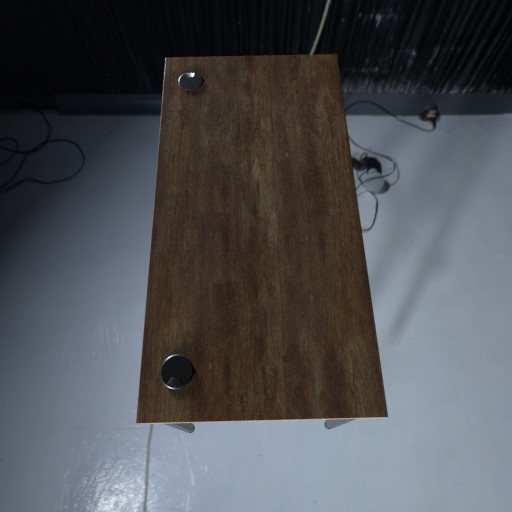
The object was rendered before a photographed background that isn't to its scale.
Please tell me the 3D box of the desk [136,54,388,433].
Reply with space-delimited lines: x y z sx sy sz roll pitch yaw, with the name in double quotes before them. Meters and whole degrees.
"desk" 0.000 0.000 1.640 0.600 0.749 1.200 -1 65 -1
